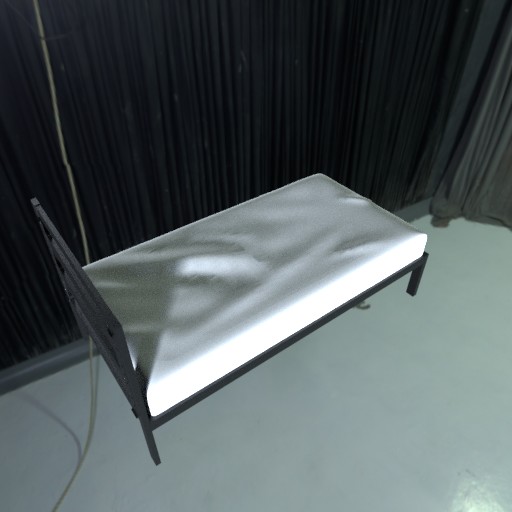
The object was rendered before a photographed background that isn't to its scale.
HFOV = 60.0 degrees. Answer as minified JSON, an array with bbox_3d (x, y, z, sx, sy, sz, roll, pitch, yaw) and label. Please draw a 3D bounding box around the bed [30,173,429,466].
[{"bbox_3d":[0.000,0.000,2.520,1.930,0.967,0.991,-25,46,-27],"label":"bed"}]
